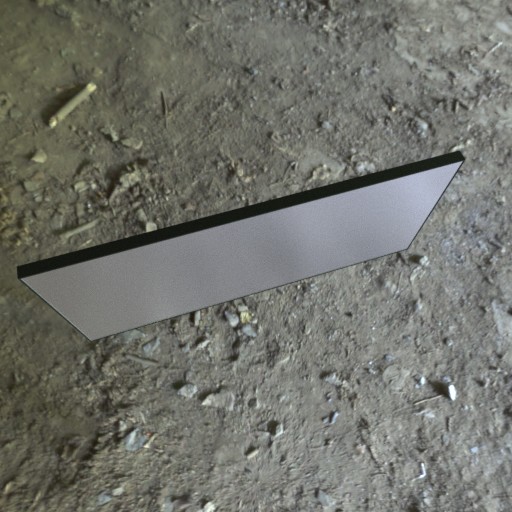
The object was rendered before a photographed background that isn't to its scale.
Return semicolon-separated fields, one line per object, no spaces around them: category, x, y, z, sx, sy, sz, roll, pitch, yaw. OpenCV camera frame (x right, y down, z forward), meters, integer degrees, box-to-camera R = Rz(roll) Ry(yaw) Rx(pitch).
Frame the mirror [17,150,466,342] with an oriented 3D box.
mirror;0.000;0.000;1.817;1.584;0.692;0.047;-16;64;-8
